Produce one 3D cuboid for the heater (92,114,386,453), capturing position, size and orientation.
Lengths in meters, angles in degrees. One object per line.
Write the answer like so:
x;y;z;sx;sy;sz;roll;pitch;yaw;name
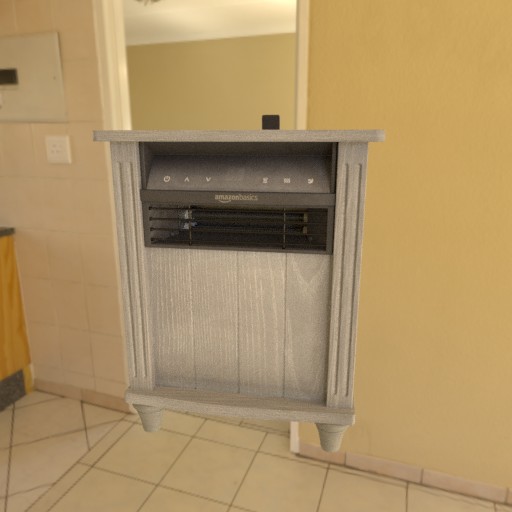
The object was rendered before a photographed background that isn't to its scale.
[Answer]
0.000;0.000;0.763;0.362;0.481;0.400;2;15;9;heater
